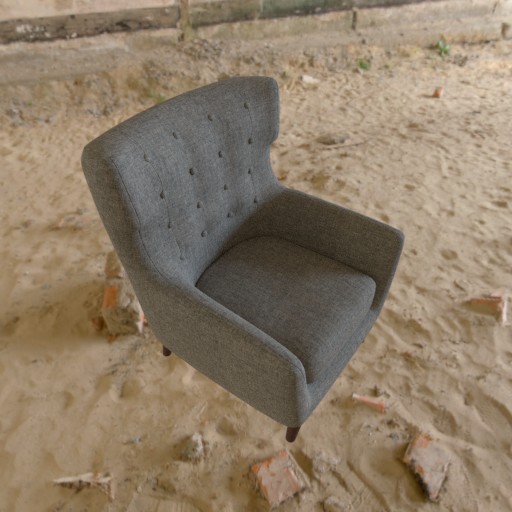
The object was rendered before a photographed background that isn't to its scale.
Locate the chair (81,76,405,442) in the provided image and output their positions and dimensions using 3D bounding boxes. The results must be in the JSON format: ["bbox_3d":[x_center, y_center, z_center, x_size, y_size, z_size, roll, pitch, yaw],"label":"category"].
[{"bbox_3d":[0.000,0.000,1.743,0.904,1.063,0.878,26,47,27],"label":"chair"}]
